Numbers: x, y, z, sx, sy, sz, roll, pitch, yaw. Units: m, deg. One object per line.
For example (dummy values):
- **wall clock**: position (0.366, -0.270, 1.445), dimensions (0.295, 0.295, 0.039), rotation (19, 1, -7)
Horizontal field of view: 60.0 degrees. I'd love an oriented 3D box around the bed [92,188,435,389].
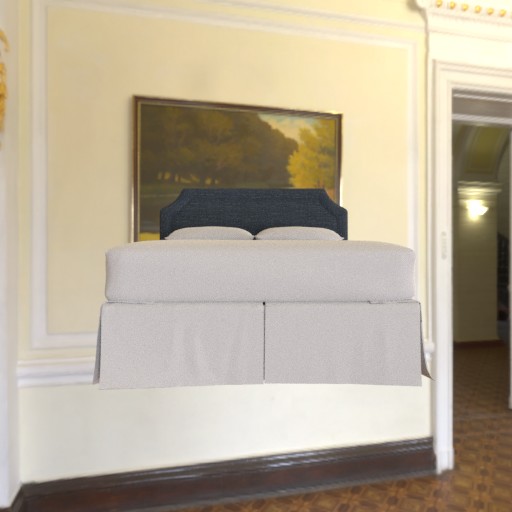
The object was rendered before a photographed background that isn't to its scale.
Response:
- **bed**: position (0.000, 0.000, 3.252), dimensions (1.828, 1.297, 2.208), rotation (0, 0, -1)
